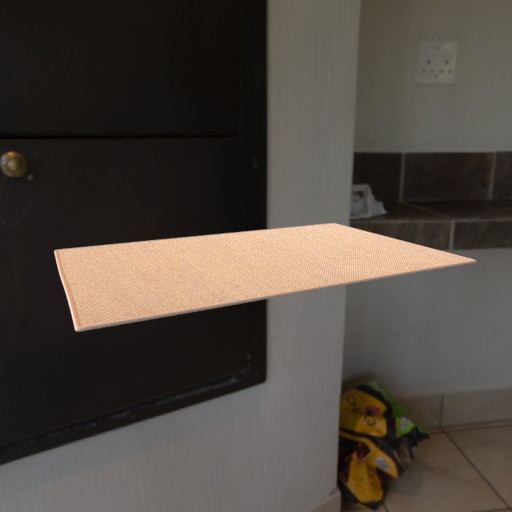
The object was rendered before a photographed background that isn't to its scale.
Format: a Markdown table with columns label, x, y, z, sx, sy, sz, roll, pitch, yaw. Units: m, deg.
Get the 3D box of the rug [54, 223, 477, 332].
| label | x | y | z | sx | sy | sz | roll | pitch | yaw |
| --- | --- | --- | --- | --- | --- | --- | --- | --- | --- |
| rug | 0.000 | 0.000 | 2.068 | 1.676 | 0.013 | 1.067 | -7 | 16 | -26 |
